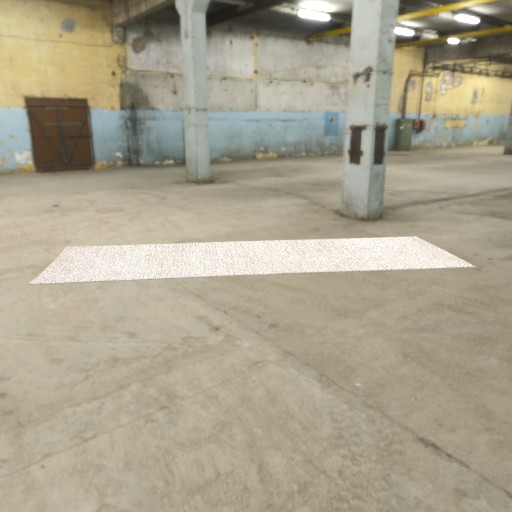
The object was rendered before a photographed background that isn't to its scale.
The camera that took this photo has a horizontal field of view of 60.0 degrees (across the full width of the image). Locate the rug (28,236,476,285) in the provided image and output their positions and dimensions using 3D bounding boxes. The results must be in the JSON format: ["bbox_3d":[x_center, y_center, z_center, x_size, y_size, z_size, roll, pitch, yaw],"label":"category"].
[{"bbox_3d":[0.000,0.000,2.621,2.346,0.013,0.712,-2,16,-7],"label":"rug"}]
